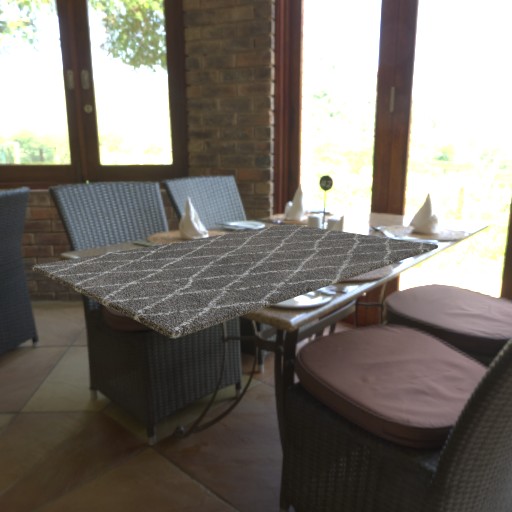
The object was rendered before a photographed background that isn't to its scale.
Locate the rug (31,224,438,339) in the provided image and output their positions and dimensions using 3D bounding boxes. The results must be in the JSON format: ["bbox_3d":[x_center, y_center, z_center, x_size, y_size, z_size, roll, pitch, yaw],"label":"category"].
[{"bbox_3d":[0.000,0.000,3.066,1.524,0.030,2.438,12,18,43],"label":"rug"}]
